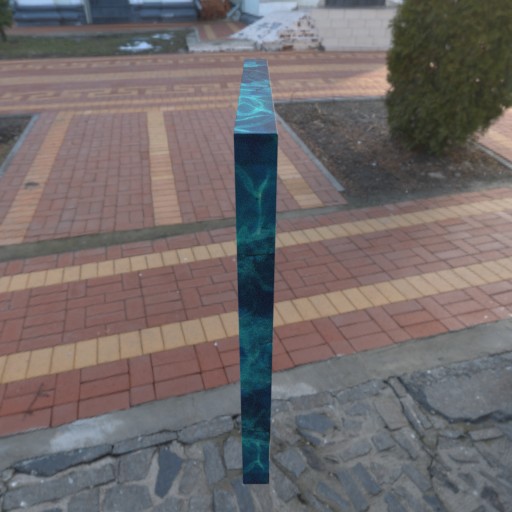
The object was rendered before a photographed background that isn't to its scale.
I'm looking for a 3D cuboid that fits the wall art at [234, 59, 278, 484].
[{"bbox_3d":[0.000,0.000,0.690,0.038,0.508,0.432,0,32,0],"label":"wall art"}]
